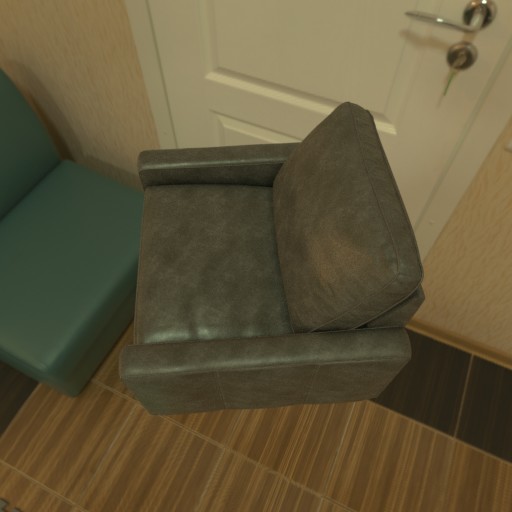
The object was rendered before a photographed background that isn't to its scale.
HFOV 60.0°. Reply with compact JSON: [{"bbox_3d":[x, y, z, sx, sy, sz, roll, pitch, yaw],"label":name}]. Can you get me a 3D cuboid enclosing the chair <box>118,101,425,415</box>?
[{"bbox_3d":[0.000,0.000,1.739,0.939,0.916,1.006,-4,58,-2],"label":"chair"}]
